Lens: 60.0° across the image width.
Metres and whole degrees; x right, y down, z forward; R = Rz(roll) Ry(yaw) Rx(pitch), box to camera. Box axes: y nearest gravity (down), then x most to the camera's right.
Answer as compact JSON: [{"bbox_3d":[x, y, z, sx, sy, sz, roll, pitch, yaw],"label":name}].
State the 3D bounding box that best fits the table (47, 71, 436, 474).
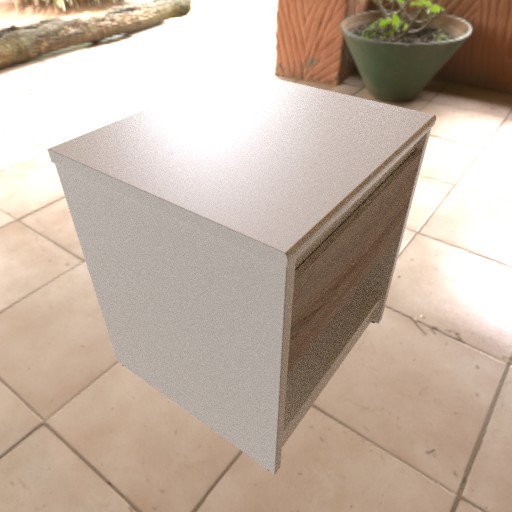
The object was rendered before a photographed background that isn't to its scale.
[{"bbox_3d":[0.000,0.000,0.778,0.380,0.460,0.420,25,45,27],"label":"table"}]
